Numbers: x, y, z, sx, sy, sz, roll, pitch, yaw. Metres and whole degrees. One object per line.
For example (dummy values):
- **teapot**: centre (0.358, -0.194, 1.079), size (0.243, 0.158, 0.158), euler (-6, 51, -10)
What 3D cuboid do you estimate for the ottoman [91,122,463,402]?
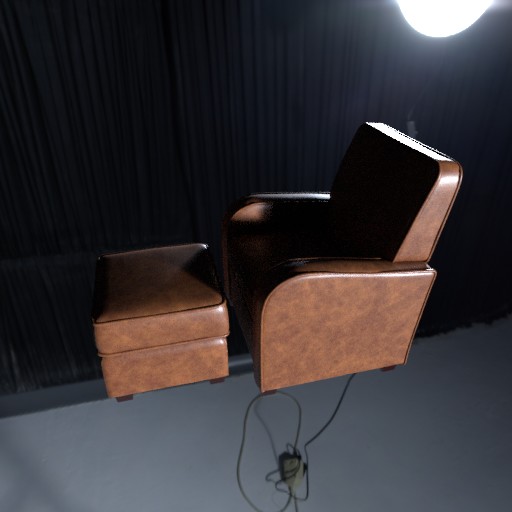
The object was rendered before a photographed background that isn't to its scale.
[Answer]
- **ottoman**: centre (0.000, 0.000, 1.836), size (1.314, 0.904, 0.732), euler (-8, 32, -12)
